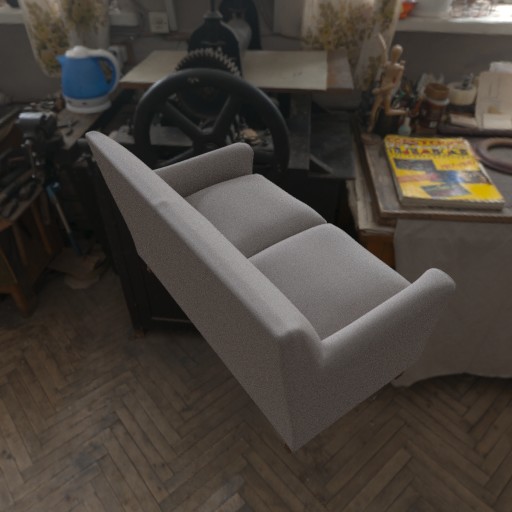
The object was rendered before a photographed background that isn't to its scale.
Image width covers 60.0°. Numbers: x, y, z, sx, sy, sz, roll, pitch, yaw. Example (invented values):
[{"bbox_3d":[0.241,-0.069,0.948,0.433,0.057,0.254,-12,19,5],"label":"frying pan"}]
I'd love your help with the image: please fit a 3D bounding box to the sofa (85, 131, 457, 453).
[{"bbox_3d":[0.000,0.000,2.037,0.888,0.890,1.482,-24,45,-26],"label":"sofa"}]
